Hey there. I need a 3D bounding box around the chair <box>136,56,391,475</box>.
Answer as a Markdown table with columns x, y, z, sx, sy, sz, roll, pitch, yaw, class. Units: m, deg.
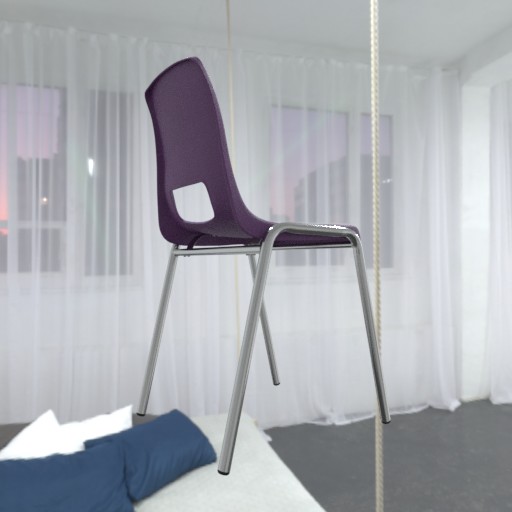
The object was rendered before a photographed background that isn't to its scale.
| x | y | z | sx | sy | sz | roll | pitch | yaw | class |
| --- | --- | --- | --- | --- | --- | --- | --- | --- | --- |
| 0.000 | 0.000 | 0.958 | 0.432 | 0.704 | 0.381 | 1 | -1 | -37 | chair |
